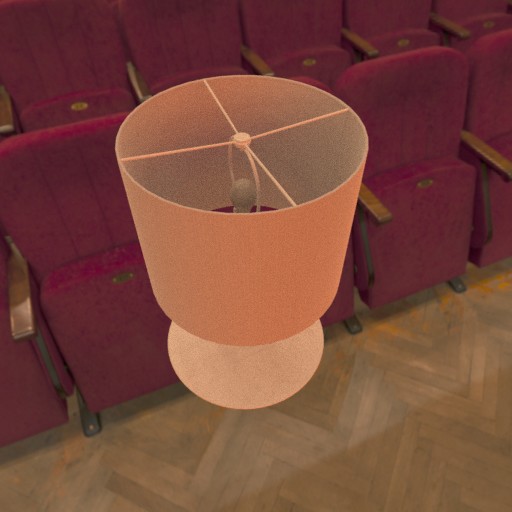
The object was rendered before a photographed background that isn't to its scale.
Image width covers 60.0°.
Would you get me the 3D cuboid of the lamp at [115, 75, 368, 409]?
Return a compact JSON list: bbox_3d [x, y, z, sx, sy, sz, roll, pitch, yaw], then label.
[{"bbox_3d":[0.000,0.000,0.703,0.341,0.454,0.299,-17,49,-15],"label":"lamp"}]
